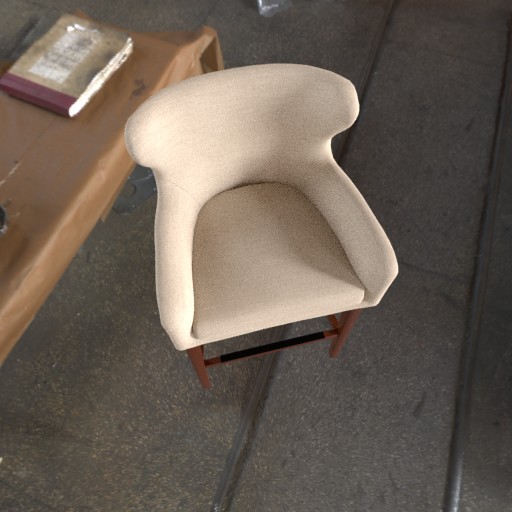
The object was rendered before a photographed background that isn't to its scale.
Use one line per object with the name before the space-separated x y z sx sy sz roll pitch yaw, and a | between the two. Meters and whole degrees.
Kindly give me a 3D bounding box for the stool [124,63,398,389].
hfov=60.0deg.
stool | 0.000 0.000 1.390 0.556 1.034 0.563 -12 64 -6
